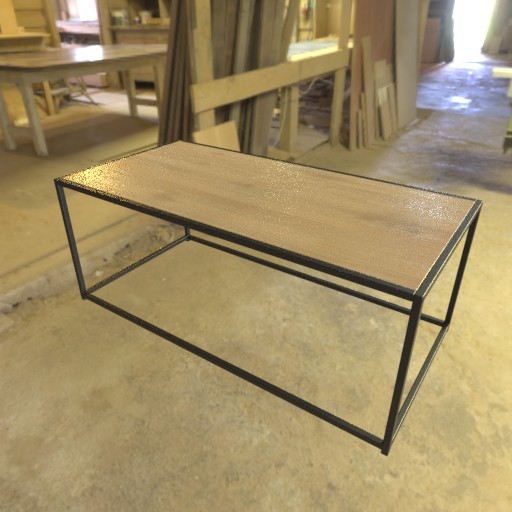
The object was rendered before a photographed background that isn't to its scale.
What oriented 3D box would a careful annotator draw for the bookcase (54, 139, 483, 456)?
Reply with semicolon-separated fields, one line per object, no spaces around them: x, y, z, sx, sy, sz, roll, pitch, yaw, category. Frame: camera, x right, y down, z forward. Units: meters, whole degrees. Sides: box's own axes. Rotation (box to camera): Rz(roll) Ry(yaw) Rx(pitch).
0.000;0.000;1.241;1.000;0.400;0.500;19;34;29;bookcase
